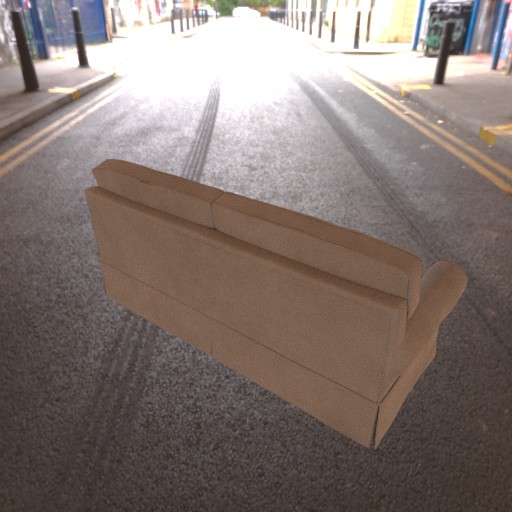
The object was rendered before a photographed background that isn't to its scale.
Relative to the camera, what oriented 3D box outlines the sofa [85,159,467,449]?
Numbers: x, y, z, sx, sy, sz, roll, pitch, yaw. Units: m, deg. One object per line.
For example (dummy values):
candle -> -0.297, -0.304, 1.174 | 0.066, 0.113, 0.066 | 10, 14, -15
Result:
sofa -> 0.000, 0.000, 2.723 | 2.246, 1.014, 0.900 | 21, 36, 33
